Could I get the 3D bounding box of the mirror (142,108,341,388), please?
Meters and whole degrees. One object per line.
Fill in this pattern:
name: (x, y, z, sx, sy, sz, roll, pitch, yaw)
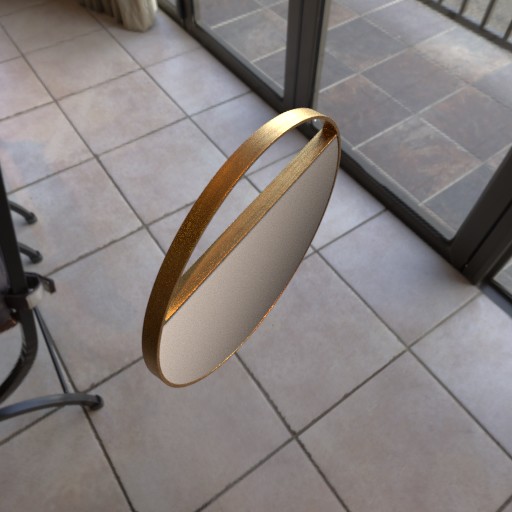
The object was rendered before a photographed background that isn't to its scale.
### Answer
mirror: (0.000, 0.000, 0.848, 0.032, 0.565, 0.565, 31, 62, 19)
